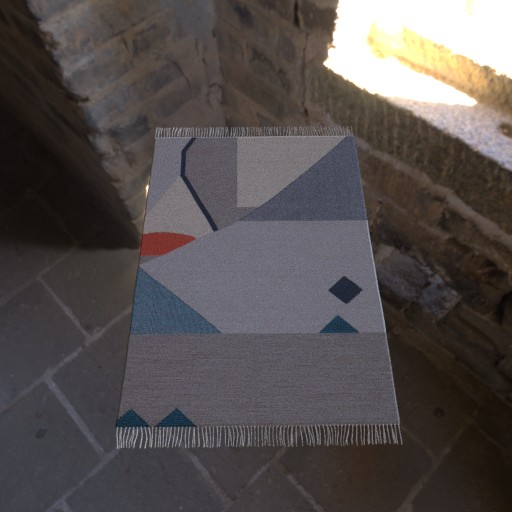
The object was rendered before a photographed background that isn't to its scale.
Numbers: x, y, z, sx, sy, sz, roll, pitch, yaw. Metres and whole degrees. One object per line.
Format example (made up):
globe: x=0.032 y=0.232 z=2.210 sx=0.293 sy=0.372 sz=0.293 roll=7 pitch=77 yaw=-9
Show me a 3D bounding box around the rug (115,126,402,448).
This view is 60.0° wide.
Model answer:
rug: x=0.000 y=0.000 z=2.296 sx=1.220 sy=0.005 sz=1.828 roll=-1 pitch=61 yaw=0
